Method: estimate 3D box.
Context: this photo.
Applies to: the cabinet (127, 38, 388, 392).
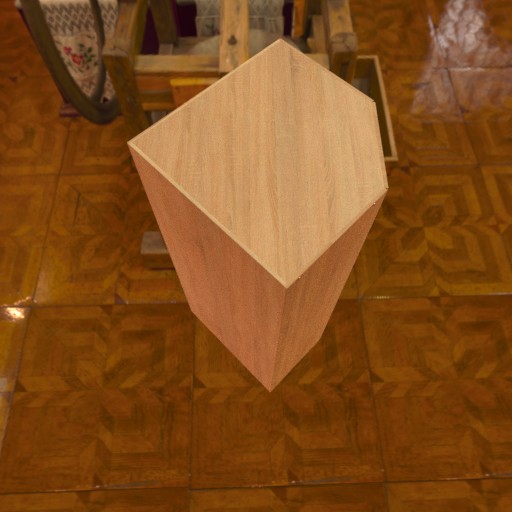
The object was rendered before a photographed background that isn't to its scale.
[{"bbox_3d":[0.000,0.000,2.823,1.094,2.120,1.327,0,63,0],"label":"cabinet"}]
